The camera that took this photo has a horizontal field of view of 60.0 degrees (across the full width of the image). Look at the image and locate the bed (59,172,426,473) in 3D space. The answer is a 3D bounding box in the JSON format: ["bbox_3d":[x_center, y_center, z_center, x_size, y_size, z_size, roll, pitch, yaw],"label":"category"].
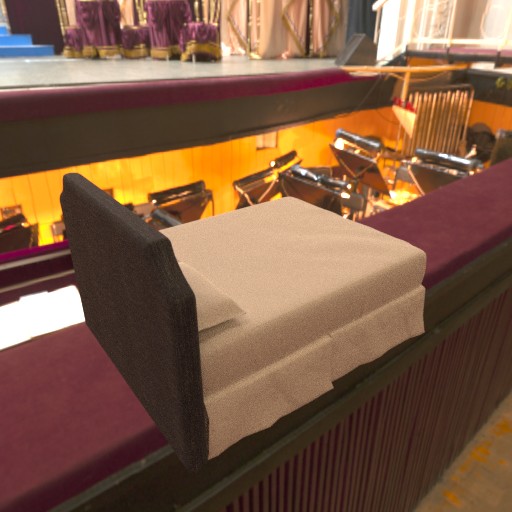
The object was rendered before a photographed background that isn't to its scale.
[{"bbox_3d":[0.000,0.000,3.181,2.116,1.290,1.693,-19,33,-32],"label":"bed"}]
